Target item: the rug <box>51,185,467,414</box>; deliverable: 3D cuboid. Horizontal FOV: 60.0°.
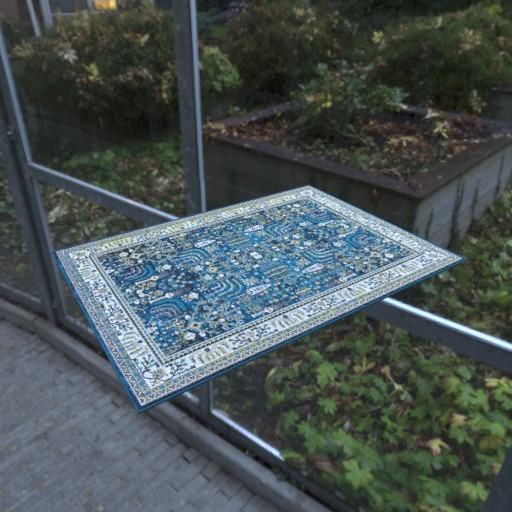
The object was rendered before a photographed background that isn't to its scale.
[{"bbox_3d":[0.000,0.000,2.901,2.213,0.013,1.594,-18,35,-29],"label":"rug"}]
